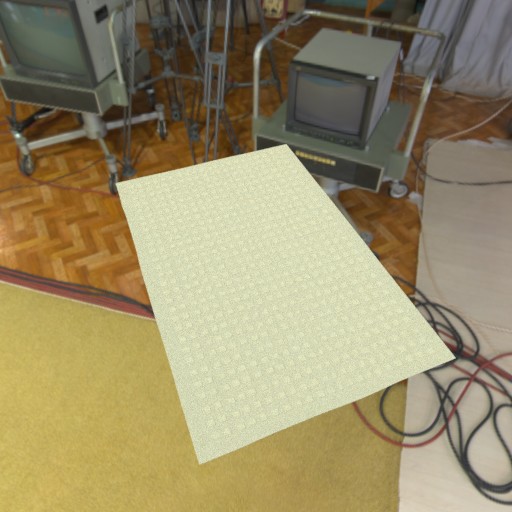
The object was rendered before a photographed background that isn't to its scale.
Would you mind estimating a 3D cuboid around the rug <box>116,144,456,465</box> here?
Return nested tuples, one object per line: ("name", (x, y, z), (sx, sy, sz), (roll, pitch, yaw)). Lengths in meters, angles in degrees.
("rug", (0.000, 0.000, 2.292), (1.143, 0.006, 1.747), (-16, 50, -15))
